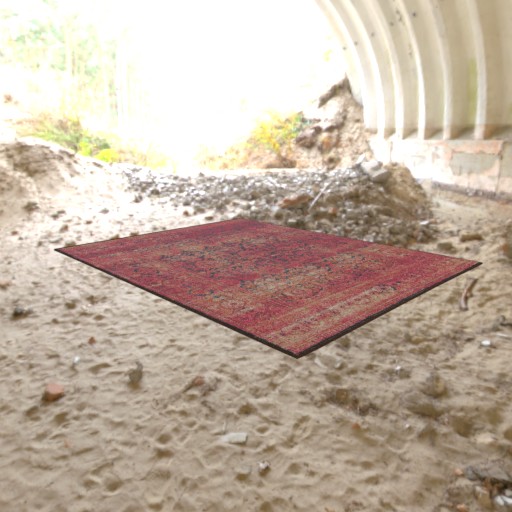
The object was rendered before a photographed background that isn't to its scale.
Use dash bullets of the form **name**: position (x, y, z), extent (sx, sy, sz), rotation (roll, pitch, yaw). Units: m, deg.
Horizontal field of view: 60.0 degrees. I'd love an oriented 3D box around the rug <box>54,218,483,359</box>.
- **rug**: position (0.000, 0.000, 3.976), extent (2.411, 0.020, 3.032), rotation (-14, 20, -43)
